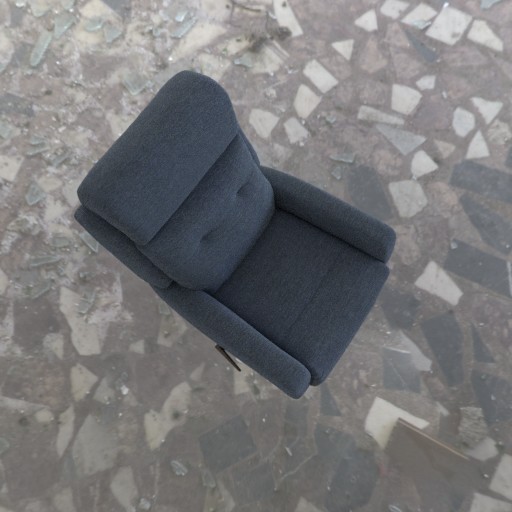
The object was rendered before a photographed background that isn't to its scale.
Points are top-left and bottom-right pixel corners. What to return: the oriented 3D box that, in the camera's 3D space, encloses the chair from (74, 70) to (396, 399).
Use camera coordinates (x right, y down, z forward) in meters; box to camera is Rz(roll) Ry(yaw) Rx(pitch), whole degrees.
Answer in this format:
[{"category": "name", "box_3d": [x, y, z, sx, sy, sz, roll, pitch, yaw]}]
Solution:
[{"category": "chair", "box_3d": [0.000, 0.000, 1.759, 1.043, 1.013, 0.798, 34, 77, 9]}]
